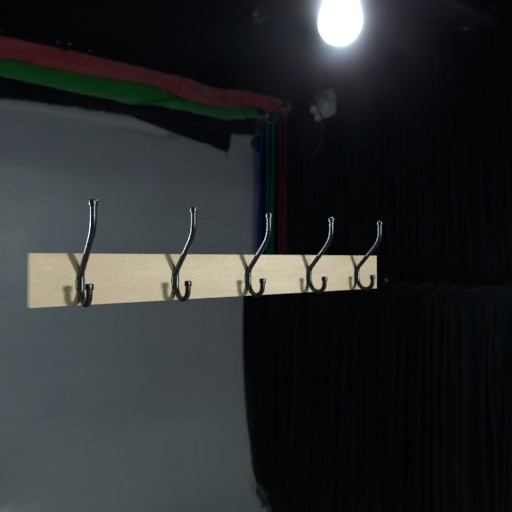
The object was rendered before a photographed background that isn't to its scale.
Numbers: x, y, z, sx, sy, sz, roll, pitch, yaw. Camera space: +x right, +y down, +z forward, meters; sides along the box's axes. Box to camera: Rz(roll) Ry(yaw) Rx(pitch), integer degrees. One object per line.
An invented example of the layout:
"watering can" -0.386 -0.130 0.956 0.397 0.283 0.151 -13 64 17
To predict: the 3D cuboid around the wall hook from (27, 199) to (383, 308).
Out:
"wall hook" 0.000 0.000 0.628 0.571 0.117 0.071 0 -1 -35
